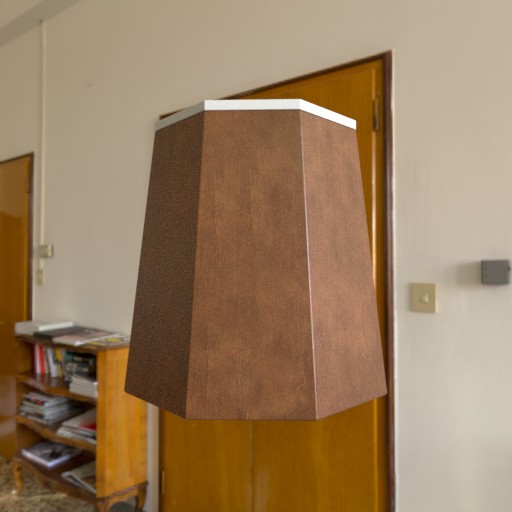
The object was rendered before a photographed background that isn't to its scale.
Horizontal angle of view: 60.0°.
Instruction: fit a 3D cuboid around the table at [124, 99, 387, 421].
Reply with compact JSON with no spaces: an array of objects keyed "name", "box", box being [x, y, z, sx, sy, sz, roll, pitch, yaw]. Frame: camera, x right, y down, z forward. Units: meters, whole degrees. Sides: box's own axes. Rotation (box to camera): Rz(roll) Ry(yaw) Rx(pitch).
[{"name":"table","box":[0.000,0.000,0.823,0.439,0.457,0.439,0,-1,0]}]
